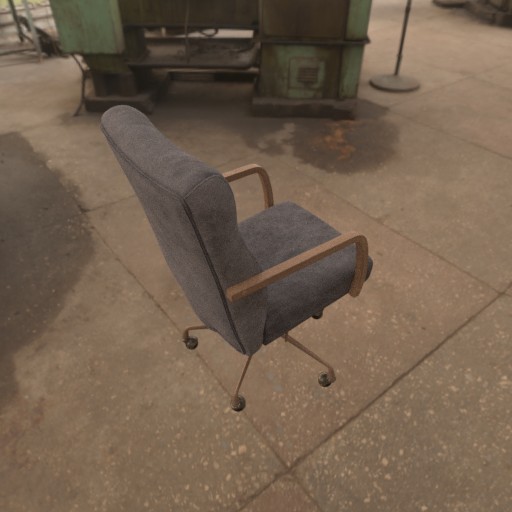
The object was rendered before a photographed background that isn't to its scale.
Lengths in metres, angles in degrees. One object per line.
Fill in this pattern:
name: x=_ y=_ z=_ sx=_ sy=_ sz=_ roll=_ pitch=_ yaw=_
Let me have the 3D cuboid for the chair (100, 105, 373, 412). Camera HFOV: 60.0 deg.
chair: x=0.000 y=0.000 z=1.506 sx=0.741 sy=1.029 sz=0.640 roll=-24 pitch=45 yaw=-26
